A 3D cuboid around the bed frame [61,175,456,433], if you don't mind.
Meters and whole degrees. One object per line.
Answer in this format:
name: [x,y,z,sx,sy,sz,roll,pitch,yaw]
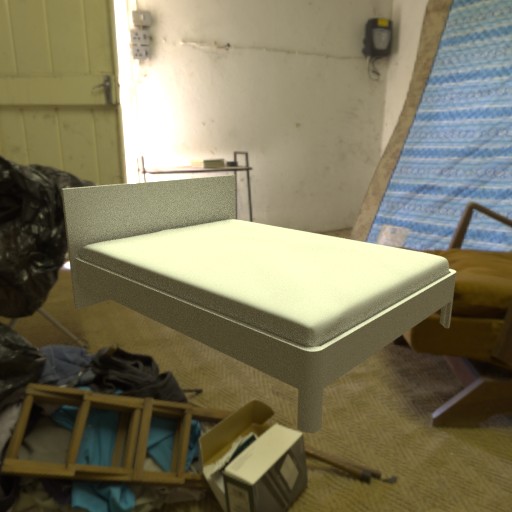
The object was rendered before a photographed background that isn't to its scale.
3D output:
bed frame: [0.000,0.000,2.756,1.950,0.800,1.490,14,20,42]
